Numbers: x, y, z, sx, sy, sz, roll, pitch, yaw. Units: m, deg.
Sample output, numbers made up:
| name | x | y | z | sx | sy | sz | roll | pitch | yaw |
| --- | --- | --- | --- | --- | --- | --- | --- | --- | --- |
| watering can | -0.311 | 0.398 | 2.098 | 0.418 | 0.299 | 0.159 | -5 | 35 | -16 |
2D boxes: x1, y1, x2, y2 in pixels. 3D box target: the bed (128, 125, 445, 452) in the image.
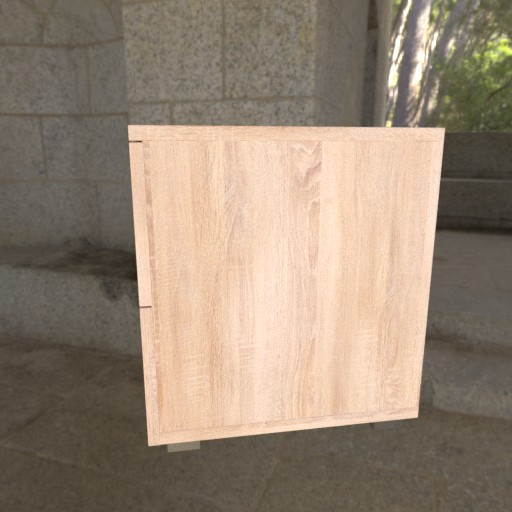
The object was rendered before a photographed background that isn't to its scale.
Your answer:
| name | x | y | z | sx | sy | sz | roll | pitch | yaw |
| --- | --- | --- | --- | --- | --- | --- | --- | --- | --- |
| bed | 0.000 | 0.000 | 0.787 | 0.401 | 0.420 | 0.460 | -2 | 14 | -9 |
